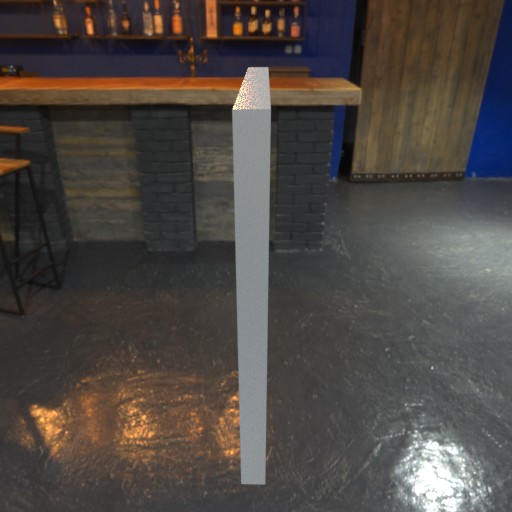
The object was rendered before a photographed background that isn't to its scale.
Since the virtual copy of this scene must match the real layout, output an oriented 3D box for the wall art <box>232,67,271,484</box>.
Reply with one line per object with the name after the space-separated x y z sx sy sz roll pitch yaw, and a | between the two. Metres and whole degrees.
0.000 0.000 0.752 0.037 0.554 0.453 1 28 1 | wall art
